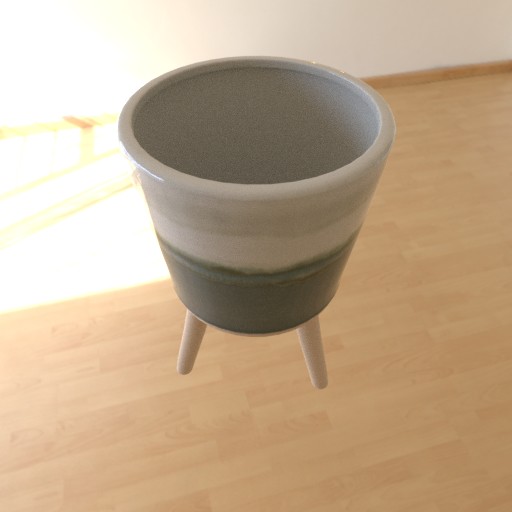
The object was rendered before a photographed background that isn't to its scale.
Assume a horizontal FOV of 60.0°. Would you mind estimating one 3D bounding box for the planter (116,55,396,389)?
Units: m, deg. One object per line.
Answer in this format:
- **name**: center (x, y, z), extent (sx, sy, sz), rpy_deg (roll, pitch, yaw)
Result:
- **planter**: center (0.000, 0.000, 0.467), extent (0.217, 0.331, 0.217), rpy_deg (-32, 54, -27)
